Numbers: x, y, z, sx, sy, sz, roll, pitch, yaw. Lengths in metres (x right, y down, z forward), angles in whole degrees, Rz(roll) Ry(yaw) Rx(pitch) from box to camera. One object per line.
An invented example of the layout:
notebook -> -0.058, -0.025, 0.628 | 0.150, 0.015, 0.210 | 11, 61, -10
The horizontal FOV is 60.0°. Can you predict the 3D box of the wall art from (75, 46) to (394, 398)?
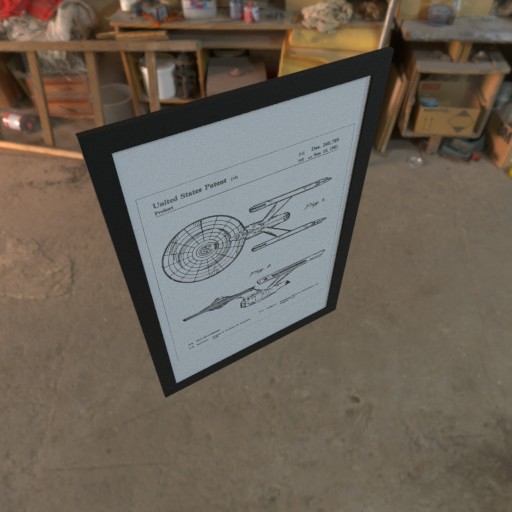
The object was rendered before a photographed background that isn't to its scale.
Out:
wall art -> 0.000, 0.000, 0.662 | 0.379, 0.530, 0.008 | -23, 52, -20
